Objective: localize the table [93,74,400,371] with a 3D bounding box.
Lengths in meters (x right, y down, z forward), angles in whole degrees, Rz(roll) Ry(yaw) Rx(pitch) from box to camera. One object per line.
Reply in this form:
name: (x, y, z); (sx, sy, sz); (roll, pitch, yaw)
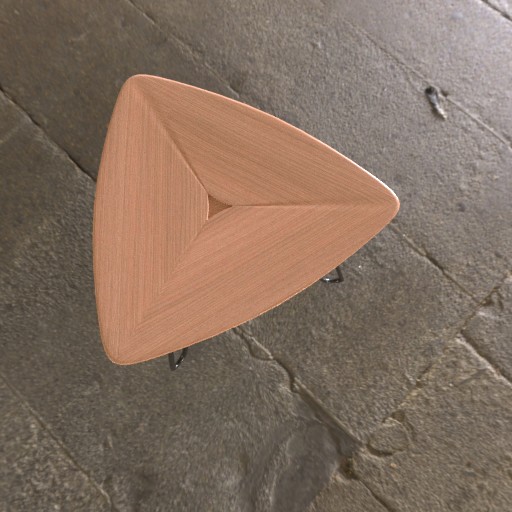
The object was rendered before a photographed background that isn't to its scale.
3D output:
table: (0.000, 0.000, 0.893); (0.455, 0.564, 0.442); (-1, 75, 0)
